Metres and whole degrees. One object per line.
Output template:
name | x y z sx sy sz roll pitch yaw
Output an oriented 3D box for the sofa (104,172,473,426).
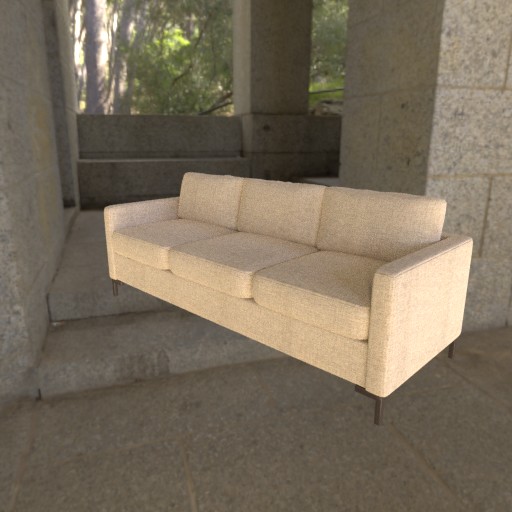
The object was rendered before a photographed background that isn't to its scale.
sofa | 0.000 0.000 2.715 2.218 0.874 0.859 15 21 42
